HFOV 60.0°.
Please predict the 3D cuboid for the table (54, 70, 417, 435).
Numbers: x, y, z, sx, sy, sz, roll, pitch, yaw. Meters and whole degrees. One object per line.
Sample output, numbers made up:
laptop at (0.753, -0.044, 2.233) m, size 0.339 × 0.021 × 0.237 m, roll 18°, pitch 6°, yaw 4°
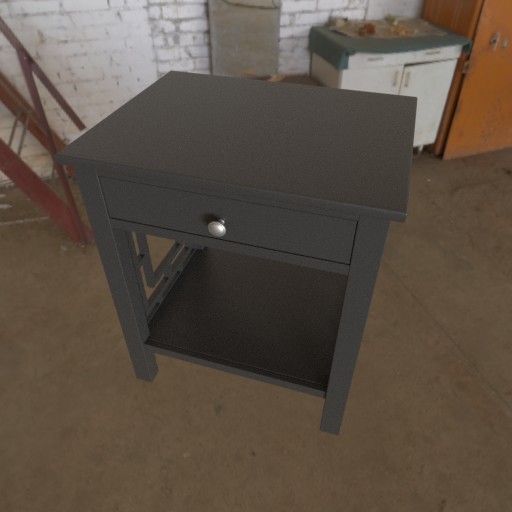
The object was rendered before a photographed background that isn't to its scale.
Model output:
table at (0.000, 0.000, 1.030) m, size 0.564 × 0.646 × 0.451 m, roll 11°, pitch 42°, yaw 13°
